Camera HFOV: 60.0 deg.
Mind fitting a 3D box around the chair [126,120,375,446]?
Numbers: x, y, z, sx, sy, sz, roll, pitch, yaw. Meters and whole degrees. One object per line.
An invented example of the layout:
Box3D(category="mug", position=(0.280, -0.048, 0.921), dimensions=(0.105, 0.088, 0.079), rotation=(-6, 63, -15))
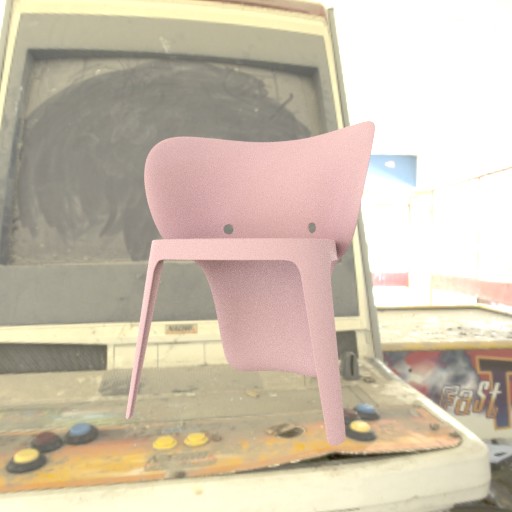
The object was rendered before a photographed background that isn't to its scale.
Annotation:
Box3D(category="chair", position=(0.000, 0.000, 0.868), dimensions=(0.451, 0.554, 0.402), rotation=(0, 1, 17))
